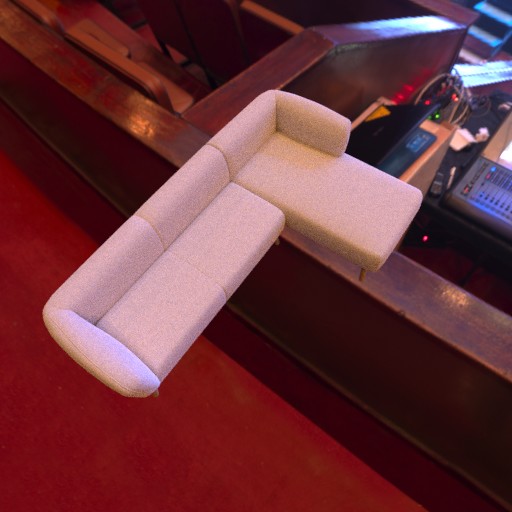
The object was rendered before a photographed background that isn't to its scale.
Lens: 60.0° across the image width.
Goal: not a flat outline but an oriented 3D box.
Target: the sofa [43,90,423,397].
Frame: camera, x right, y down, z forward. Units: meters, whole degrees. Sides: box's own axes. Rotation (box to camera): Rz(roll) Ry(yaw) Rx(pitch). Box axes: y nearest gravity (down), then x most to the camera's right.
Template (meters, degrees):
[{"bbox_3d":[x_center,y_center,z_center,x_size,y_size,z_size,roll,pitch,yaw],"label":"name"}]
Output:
[{"bbox_3d":[0.000,0.000,3.285,1.610,0.730,2.660,31,64,17],"label":"sofa"}]
